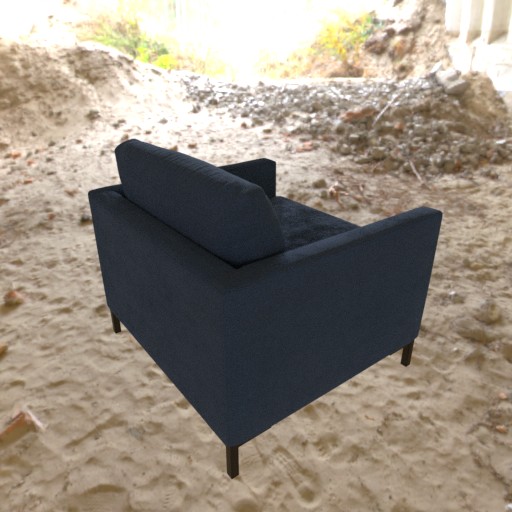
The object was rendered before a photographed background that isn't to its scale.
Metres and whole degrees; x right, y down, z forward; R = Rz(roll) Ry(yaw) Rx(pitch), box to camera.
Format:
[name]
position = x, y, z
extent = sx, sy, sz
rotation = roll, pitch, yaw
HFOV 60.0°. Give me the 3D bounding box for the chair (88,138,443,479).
[chair]
position = 0.000, 0.000, 1.630
extent = 0.875, 0.812, 0.964
rotation = -18, 31, -33
